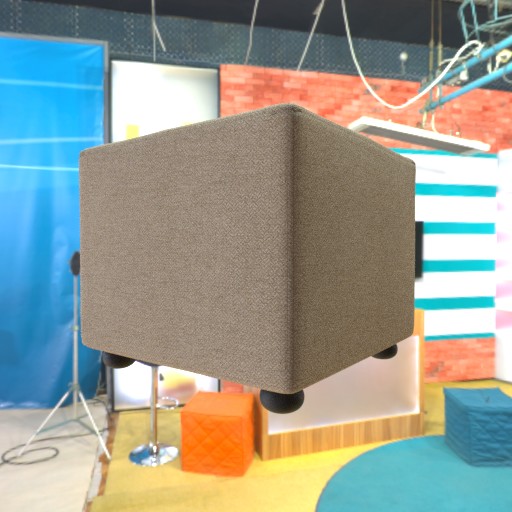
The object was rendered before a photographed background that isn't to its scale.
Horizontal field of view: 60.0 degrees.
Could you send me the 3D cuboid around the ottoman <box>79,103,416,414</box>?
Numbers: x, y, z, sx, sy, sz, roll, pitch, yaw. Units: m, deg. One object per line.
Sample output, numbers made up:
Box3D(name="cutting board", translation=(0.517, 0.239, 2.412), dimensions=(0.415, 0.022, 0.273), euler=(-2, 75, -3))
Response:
Box3D(name="ottoman", translation=(0.000, 0.000, 0.902), dimensions=(0.508, 0.432, 0.508), euler=(1, 1, 37))
